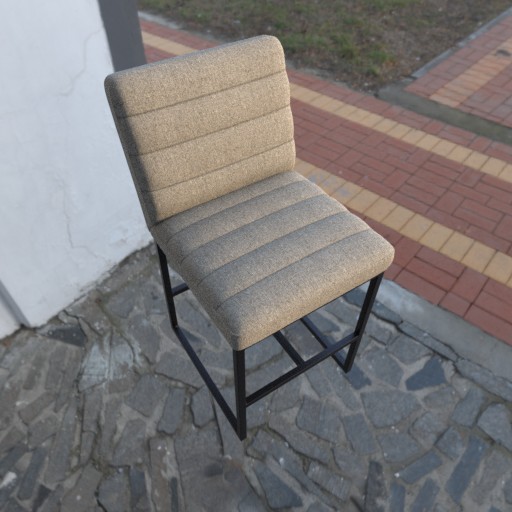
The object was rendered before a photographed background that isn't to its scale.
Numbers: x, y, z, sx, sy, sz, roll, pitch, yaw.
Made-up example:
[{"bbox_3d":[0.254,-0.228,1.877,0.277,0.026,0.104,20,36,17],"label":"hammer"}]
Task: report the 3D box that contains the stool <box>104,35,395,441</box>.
[{"bbox_3d":[0.000,0.000,1.227,0.460,0.940,0.560,-25,52,-22],"label":"stool"}]
